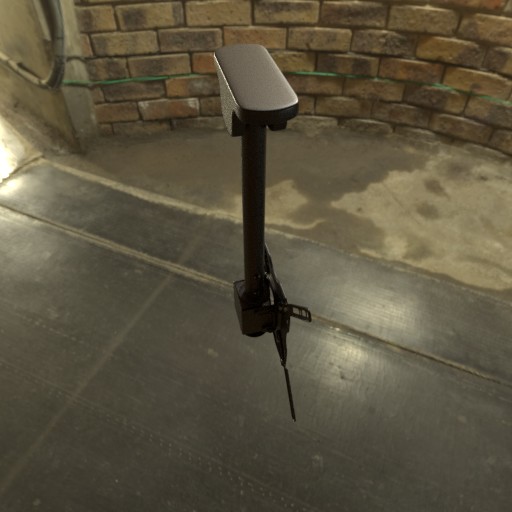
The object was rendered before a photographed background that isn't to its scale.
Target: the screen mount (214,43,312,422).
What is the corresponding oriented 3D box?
[{"bbox_3d":[0.000,0.000,0.871,0.090,0.729,0.393,-10,47,-10],"label":"screen mount"}]
